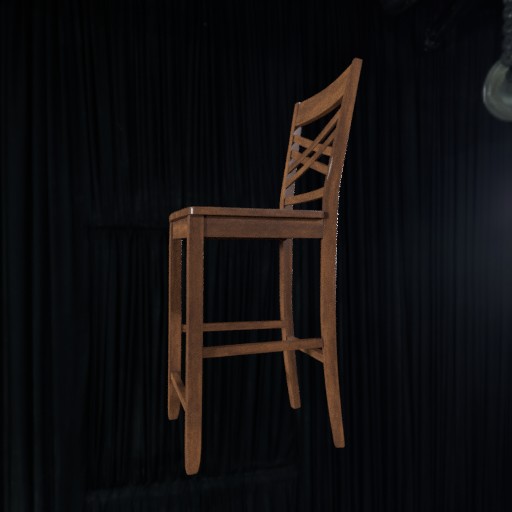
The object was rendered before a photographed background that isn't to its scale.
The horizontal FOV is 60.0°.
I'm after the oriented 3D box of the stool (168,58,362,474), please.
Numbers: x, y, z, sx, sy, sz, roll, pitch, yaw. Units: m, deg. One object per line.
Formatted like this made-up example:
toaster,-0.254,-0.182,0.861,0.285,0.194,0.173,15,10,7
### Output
stool,0.000,0.000,1.364,0.504,1.098,0.426,0,1,-18
